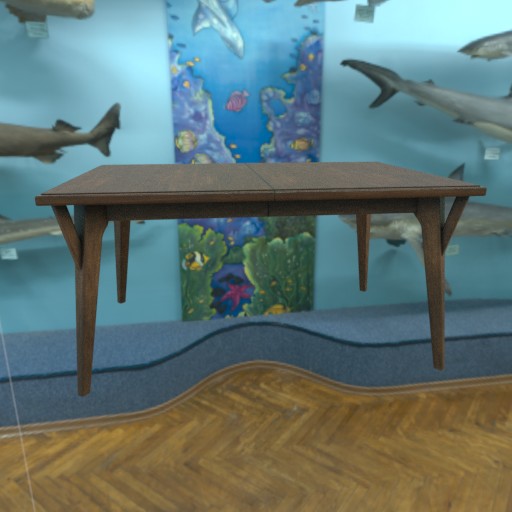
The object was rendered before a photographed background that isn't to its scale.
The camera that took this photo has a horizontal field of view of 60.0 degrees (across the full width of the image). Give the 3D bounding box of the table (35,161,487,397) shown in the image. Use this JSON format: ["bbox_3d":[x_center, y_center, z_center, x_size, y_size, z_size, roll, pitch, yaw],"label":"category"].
[{"bbox_3d":[0.000,0.000,2.058,1.524,0.761,0.990,-2,17,-7],"label":"table"}]
